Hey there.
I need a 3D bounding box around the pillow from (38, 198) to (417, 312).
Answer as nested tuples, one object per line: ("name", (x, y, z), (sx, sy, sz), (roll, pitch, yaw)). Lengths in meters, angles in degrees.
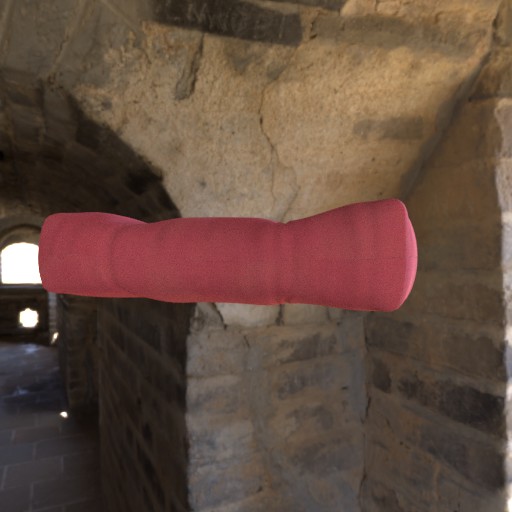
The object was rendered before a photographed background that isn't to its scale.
("pillow", (0.000, 0.000, 0.732), (0.490, 0.128, 0.468), (0, 0, 18))
